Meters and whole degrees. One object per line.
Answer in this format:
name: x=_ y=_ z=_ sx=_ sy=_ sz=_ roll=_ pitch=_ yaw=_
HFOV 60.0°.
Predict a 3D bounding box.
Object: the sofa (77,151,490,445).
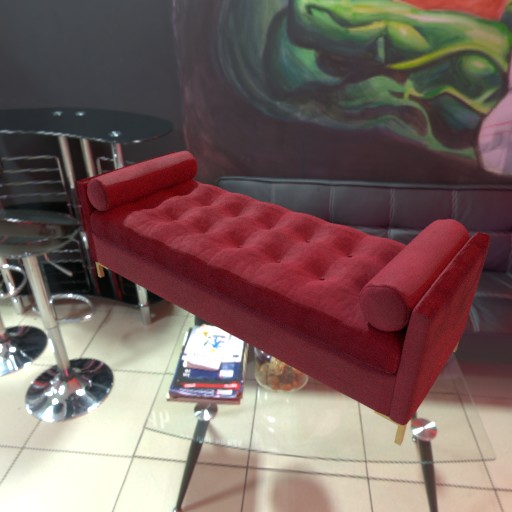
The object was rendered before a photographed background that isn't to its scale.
sofa: x=0.000 y=0.000 z=2.418 sx=2.102 sy=0.705 sz=0.796 roll=21 pitch=36 yaw=33
